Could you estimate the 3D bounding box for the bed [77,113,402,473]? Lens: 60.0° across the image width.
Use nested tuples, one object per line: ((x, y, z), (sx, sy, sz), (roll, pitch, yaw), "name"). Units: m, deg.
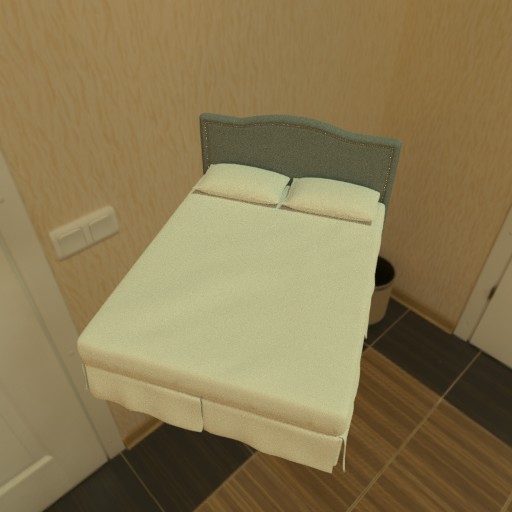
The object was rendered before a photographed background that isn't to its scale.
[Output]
((0.000, 0.000, 3.893), (2.161, 1.457, 2.689), (12, 43, 13), "bed")
